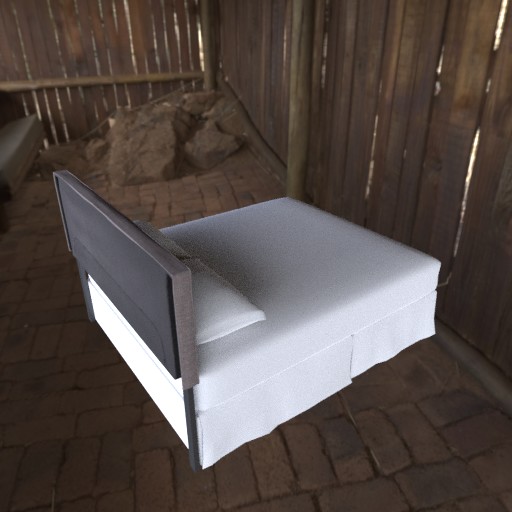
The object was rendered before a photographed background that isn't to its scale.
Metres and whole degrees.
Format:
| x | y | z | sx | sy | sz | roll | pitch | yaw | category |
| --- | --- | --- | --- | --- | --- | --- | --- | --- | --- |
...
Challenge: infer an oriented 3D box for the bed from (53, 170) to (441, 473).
| x | y | z | sx | sy | sz | roll | pitch | yaw | category |
| --- | --- | --- | --- | --- | --- | --- | --- | --- | --- |
| 0.000 | 0.000 | 2.842 | 1.894 | 1.089 | 1.610 | -19 | 33 | -32 | bed |
